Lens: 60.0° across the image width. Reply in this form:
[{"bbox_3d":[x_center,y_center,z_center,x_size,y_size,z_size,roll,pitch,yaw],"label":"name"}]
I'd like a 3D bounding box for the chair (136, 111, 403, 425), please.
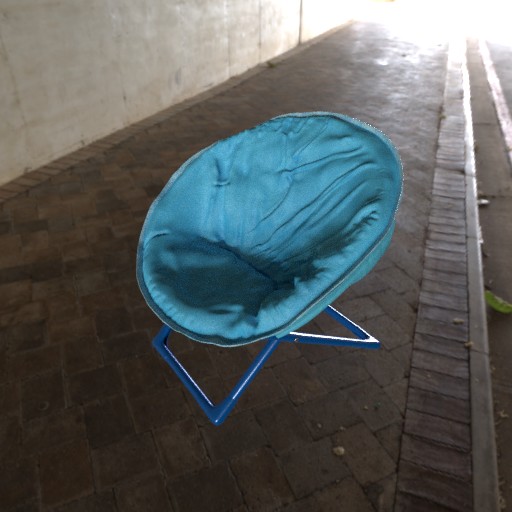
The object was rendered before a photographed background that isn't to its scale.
[{"bbox_3d":[0.000,0.000,0.884,0.465,0.478,0.520,-22,39,-30],"label":"chair"}]
